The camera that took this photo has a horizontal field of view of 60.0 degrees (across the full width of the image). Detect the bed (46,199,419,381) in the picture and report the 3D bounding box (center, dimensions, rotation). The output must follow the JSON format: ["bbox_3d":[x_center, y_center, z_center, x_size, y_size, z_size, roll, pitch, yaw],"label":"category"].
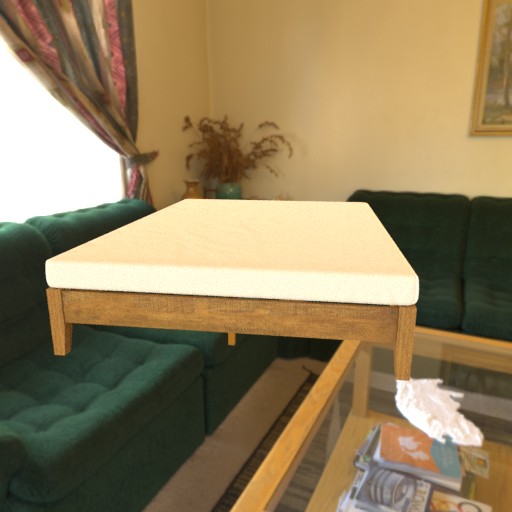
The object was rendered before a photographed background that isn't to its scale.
[{"bbox_3d":[0.000,0.000,2.758,1.536,0.431,2.016,2,15,8],"label":"bed"}]
